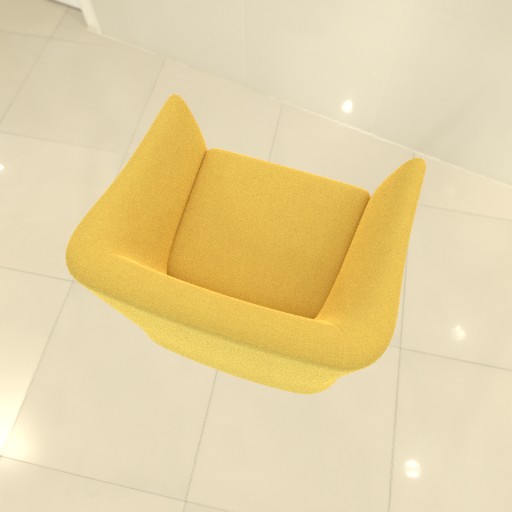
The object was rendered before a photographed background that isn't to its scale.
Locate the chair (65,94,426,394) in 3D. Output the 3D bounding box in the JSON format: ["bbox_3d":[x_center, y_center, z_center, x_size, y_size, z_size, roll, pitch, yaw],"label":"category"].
[{"bbox_3d":[0.000,0.000,1.351,0.790,0.720,0.700,17,66,8],"label":"chair"}]
